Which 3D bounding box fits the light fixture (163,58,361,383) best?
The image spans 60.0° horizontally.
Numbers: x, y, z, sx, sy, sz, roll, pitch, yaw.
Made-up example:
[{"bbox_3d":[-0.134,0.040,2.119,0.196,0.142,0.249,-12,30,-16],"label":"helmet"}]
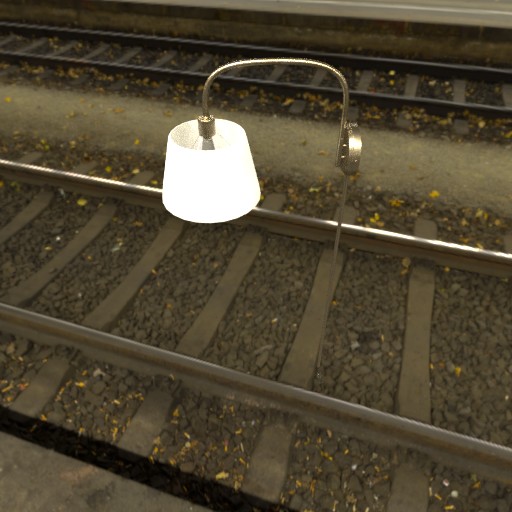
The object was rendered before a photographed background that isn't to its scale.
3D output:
[{"bbox_3d":[0.000,0.000,0.471,0.176,0.399,0.092,-2,40,-2],"label":"light fixture"}]
